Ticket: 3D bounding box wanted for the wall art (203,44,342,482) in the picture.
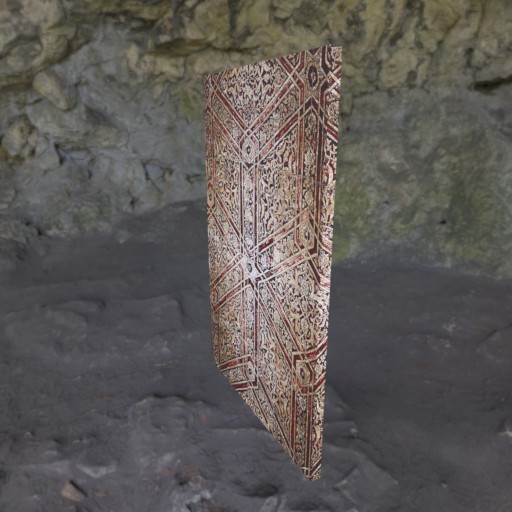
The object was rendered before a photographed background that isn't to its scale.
[{"bbox_3d":[0.000,0.000,0.752,0.020,0.599,0.397,-8,19,-26],"label":"wall art"}]
